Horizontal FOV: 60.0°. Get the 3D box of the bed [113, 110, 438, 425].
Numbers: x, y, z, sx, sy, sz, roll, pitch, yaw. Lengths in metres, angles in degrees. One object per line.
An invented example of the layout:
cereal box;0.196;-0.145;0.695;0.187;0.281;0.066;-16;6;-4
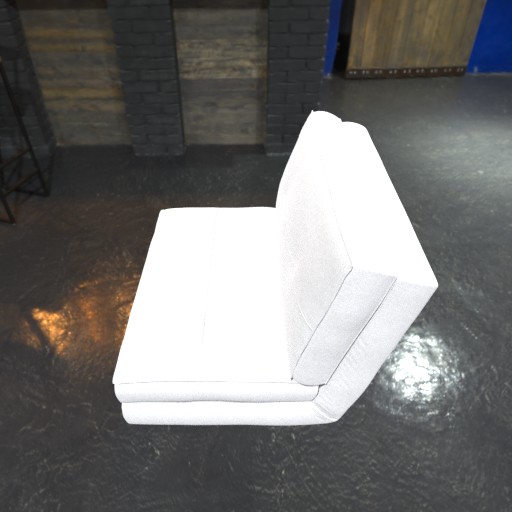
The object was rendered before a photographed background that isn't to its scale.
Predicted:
bed;0.000;0.000;1.338;0.749;0.614;0.799;0;40;0
